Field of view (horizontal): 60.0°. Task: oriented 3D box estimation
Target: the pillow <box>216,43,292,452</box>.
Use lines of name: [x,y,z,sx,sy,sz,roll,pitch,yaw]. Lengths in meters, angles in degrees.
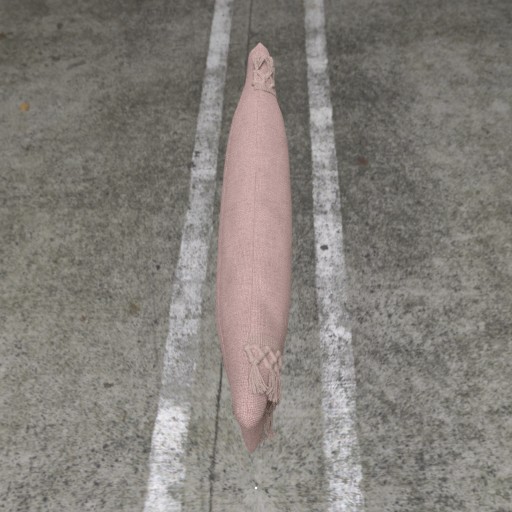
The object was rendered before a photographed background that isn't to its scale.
pillow: [0.000,0.000,0.590,0.084,0.305,0.466,1,62,1]
